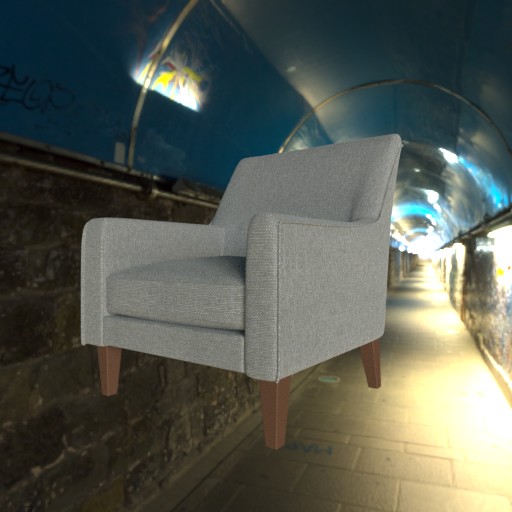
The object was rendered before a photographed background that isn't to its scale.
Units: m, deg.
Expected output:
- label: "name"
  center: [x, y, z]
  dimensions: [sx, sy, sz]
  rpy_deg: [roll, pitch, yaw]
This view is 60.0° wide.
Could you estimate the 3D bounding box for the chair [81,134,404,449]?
- label: "chair"
  center: [0.000, 0.000, 1.580]
  dimensions: [0.780, 0.919, 0.899]
  rpy_deg: [0, 0, 37]
